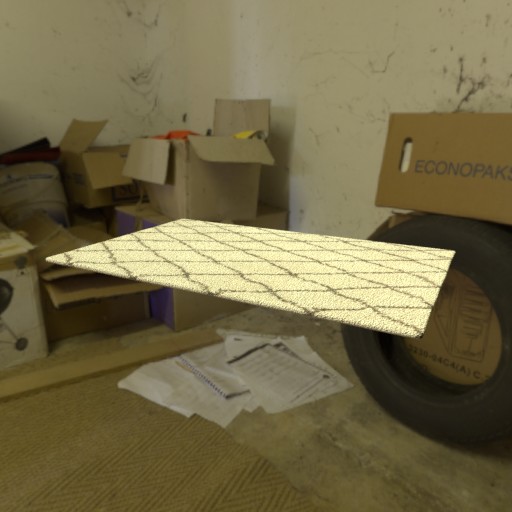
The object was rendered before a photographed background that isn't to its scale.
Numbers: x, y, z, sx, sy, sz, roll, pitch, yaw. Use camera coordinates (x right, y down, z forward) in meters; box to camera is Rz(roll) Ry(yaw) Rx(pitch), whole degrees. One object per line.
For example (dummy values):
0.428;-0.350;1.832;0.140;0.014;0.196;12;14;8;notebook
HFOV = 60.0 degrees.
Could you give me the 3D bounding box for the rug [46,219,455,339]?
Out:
0.000;0.000;3.094;2.438;0.030;1.524;9;18;27;rug
